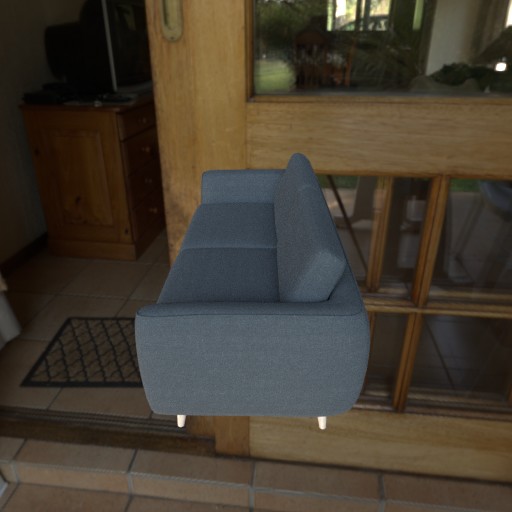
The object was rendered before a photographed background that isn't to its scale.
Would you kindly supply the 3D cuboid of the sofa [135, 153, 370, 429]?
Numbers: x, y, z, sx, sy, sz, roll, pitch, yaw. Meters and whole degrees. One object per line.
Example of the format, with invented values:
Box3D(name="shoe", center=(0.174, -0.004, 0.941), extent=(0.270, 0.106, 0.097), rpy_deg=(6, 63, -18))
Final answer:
Box3D(name="sofa", center=(0.000, 0.000, 2.520), extent=(0.920, 0.850, 2.000), rpy_deg=(0, 26, 1))
